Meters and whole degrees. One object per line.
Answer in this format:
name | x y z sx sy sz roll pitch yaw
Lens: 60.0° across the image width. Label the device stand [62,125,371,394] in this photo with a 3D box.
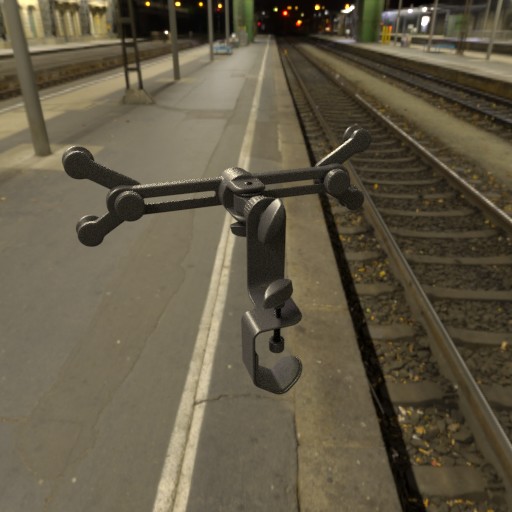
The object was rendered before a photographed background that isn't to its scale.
device stand | 0.000 0.000 0.359 0.270 0.166 0.142 -9 29 -17
